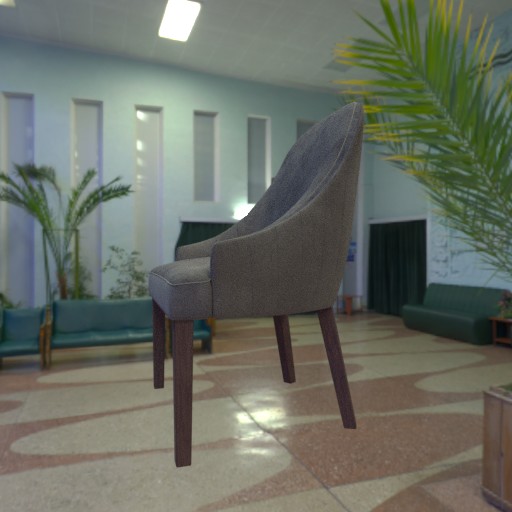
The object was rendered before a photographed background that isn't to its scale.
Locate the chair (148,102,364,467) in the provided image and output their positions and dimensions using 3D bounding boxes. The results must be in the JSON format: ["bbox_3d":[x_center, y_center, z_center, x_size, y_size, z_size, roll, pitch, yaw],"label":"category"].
[{"bbox_3d":[0.000,0.000,1.298,0.575,0.889,0.643,0,0,-17],"label":"chair"}]
